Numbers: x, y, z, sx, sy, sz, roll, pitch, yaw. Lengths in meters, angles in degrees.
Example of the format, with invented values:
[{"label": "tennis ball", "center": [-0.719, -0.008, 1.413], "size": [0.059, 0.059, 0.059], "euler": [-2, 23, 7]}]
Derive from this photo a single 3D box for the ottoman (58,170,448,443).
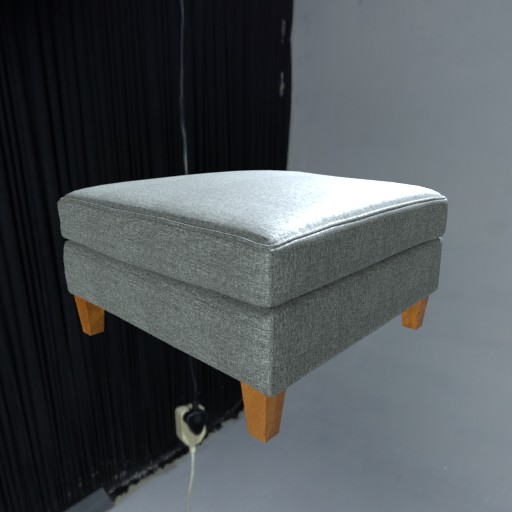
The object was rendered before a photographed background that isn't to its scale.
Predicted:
[{"label": "ottoman", "center": [0.000, 0.000, 1.346], "size": [0.838, 0.481, 0.838], "euler": [14, 21, 41]}]
